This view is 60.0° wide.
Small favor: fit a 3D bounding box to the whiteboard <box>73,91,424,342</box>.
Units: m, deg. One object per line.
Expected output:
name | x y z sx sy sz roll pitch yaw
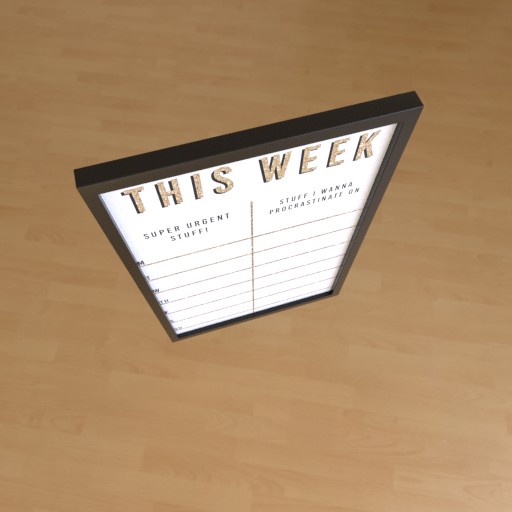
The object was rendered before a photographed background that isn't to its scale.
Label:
whiteboard | 0.000 0.000 0.774 0.406 0.611 0.026 -15 65 -7
